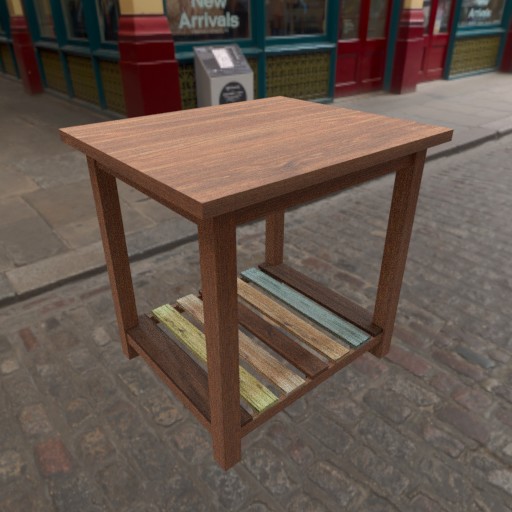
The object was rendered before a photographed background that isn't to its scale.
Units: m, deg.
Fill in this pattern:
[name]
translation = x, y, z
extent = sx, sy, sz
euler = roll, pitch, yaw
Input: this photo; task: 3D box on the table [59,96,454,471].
[table]
translation = 0.000, 0.000, 1.123
extent = 0.660, 0.635, 0.559
euler = -22, 36, -34
